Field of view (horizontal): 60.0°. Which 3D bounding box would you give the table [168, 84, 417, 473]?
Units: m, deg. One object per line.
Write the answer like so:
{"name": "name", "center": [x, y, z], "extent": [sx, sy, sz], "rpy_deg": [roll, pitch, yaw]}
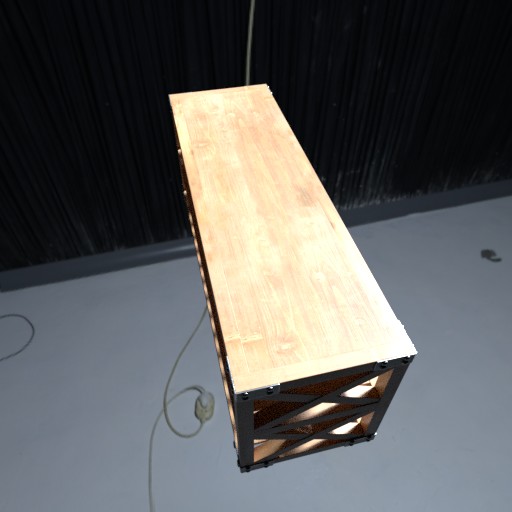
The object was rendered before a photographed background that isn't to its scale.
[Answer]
{"name": "table", "center": [0.000, 0.000, 1.798], "extent": [0.467, 0.711, 1.487], "rpy_deg": [-10, 47, -9]}
